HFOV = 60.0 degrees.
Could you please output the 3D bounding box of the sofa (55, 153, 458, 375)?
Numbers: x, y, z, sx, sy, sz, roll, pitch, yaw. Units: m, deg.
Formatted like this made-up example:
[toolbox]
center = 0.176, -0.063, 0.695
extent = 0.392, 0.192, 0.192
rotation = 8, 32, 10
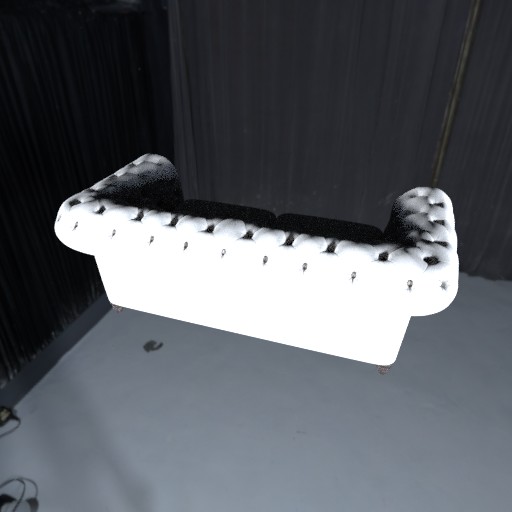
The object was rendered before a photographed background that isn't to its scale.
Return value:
[sofa]
center = 0.000, 0.000, 2.485
extent = 1.998, 0.764, 0.986
rotation = 10, 33, 16
